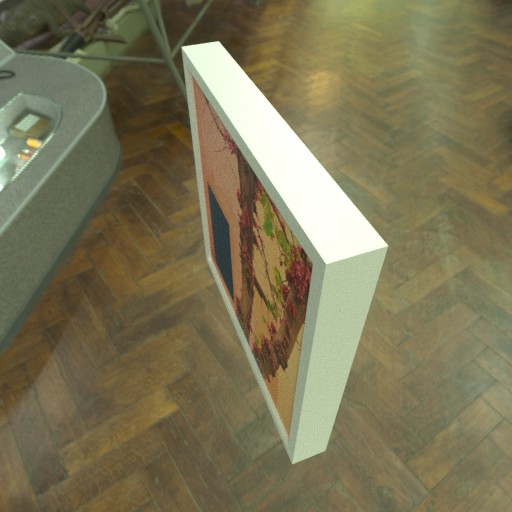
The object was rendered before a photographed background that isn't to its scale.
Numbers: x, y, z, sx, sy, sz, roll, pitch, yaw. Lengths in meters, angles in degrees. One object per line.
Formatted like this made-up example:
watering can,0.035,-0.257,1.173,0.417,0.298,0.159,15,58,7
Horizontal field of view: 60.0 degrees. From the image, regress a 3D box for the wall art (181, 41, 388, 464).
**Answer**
wall art,0.000,0.000,0.444,0.038,0.302,0.305,-15,48,-14
